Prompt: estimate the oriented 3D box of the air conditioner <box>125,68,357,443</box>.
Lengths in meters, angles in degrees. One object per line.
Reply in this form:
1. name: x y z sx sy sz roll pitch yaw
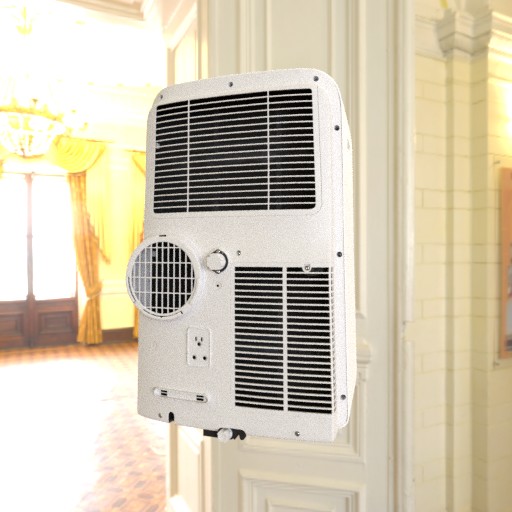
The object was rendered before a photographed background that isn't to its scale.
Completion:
1. air conditioner: 0.000 0.000 1.089 0.478 0.765 0.467 0 1 18
